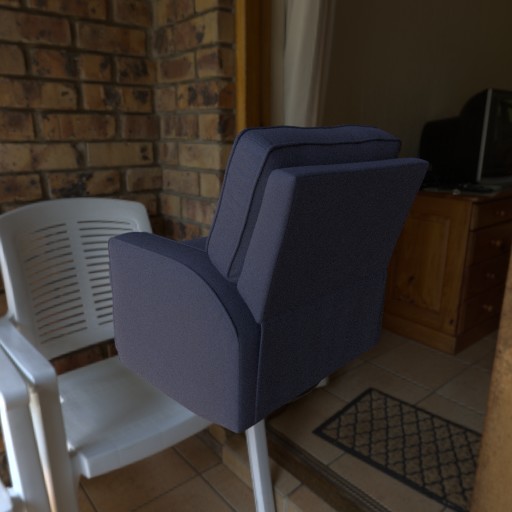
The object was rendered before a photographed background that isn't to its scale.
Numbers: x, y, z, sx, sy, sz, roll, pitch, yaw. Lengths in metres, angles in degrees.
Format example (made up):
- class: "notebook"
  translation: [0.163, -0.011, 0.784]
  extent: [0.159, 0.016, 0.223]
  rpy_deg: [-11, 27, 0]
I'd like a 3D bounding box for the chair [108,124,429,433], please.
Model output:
- class: "chair"
  translation: [0.000, 0.000, 1.692]
  extent: [0.964, 0.962, 0.861]
  rpy_deg: [14, 21, 42]
